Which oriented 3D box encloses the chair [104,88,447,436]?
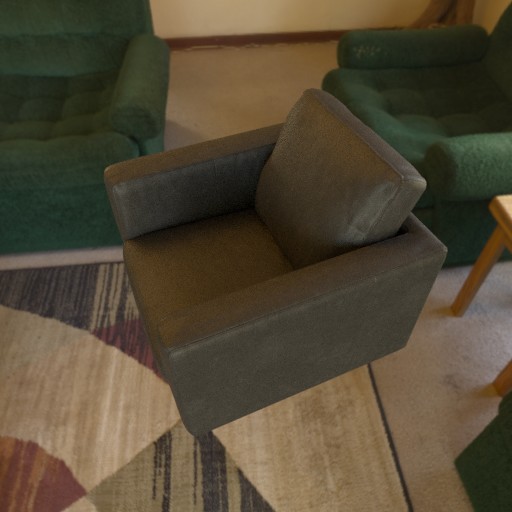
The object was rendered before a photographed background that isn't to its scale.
[{"bbox_3d":[0.000,0.000,1.572,0.879,0.898,0.831,-18,50,-16],"label":"chair"}]
